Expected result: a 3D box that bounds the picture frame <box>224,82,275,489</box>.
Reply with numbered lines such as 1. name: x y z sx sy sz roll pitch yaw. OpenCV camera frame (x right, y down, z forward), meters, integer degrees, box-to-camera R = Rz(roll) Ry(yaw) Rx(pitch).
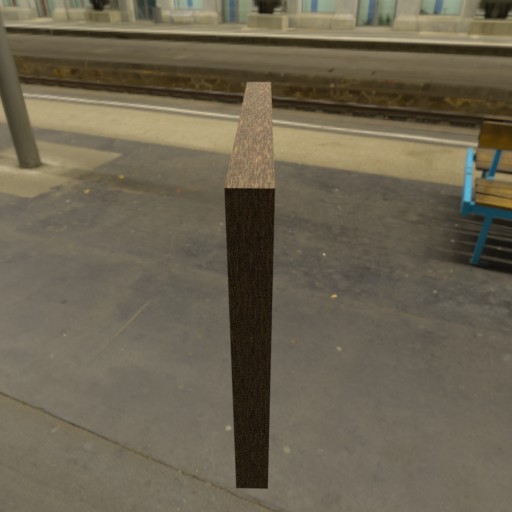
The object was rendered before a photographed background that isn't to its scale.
1. picture frame: 0.000 0.000 0.532 0.033 0.330 0.378 1 31 1
